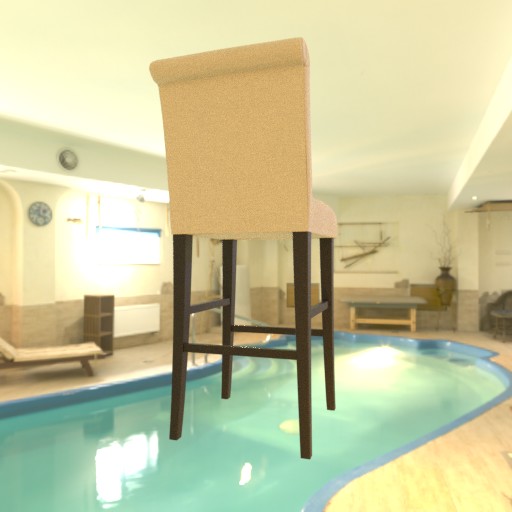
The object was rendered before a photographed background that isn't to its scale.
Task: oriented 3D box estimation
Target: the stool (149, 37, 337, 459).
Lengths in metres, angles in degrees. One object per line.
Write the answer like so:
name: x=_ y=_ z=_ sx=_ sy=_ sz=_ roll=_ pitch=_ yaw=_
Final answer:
stool: x=0.000 y=0.000 z=1.455 sx=0.452 sy=1.124 sz=0.597 roll=0 pitch=-1 yaw=18
